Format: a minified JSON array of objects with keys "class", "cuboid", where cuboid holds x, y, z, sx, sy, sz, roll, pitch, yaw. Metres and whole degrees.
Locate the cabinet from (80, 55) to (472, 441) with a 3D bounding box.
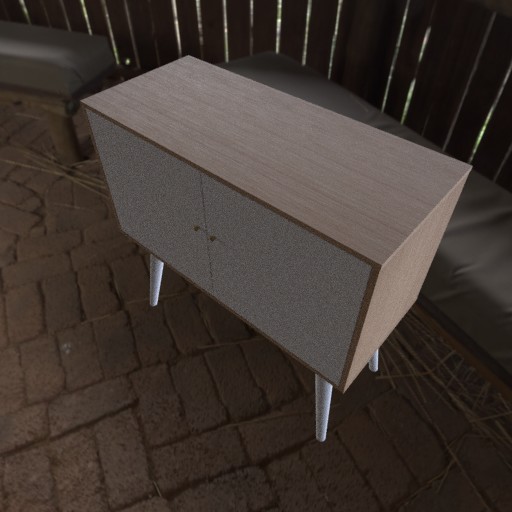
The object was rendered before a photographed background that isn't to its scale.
[{"class":"cabinet","cuboid":[0.000,0.000,1.615,1.057,1.016,0.470,32,54,27]}]
